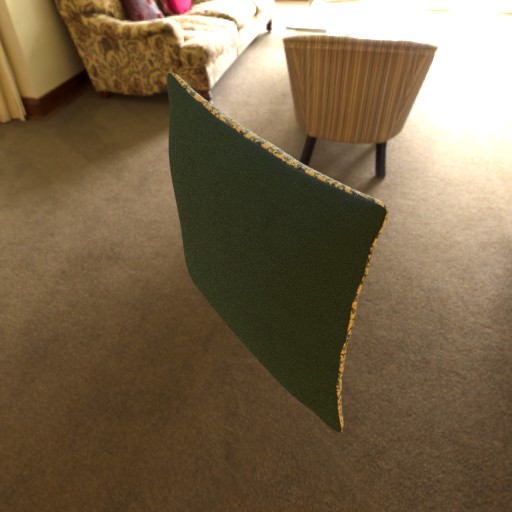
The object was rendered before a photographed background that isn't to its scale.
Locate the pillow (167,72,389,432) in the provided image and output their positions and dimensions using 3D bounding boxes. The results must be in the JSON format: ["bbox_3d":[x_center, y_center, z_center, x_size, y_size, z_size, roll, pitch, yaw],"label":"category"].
[{"bbox_3d":[0.000,0.000,0.806,0.166,0.510,0.523,-25,47,-26],"label":"pillow"}]
